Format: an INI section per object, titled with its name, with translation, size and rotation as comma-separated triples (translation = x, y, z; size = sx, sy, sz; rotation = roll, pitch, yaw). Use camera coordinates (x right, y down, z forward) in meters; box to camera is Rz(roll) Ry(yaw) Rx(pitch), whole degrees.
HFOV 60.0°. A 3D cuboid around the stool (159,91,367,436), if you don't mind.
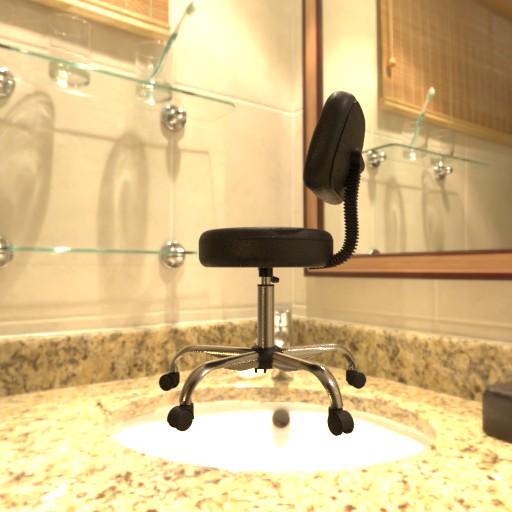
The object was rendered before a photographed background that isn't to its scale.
[stool]
translation = 0.000, 0.000, 1.355
size = 0.648, 0.862, 0.673
rotation = 0, -1, 18
